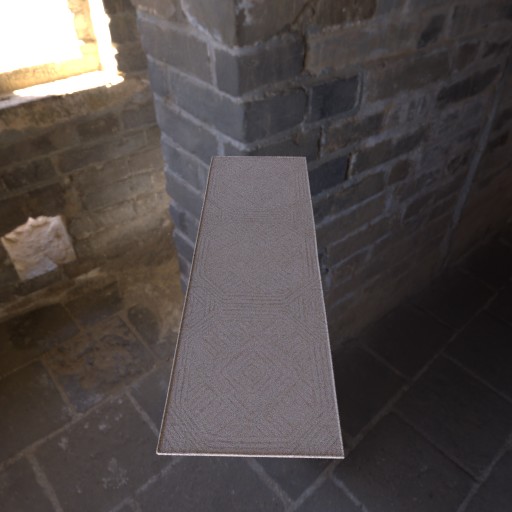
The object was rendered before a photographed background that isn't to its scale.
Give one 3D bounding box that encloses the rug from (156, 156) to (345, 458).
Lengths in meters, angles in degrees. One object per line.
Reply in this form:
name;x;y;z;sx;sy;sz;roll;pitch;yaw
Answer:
rug;0.000;0.000;2.719;0.775;0.012;2.452;1;42;1
